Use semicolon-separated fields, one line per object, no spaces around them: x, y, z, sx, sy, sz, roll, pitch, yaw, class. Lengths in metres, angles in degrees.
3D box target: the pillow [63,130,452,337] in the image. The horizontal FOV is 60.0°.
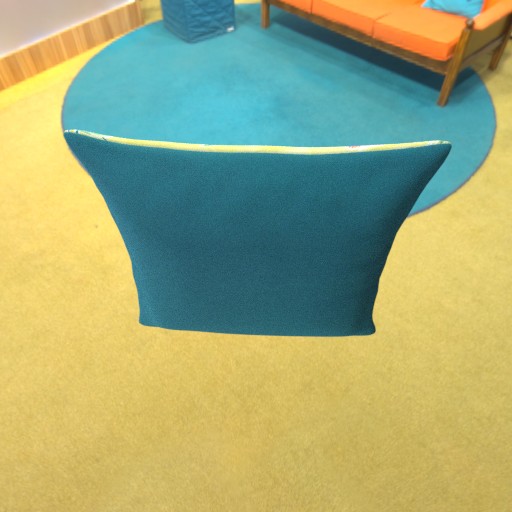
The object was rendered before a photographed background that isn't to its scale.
0.000;0.000;0.790;0.525;0.508;0.166;2;50;2;pillow
